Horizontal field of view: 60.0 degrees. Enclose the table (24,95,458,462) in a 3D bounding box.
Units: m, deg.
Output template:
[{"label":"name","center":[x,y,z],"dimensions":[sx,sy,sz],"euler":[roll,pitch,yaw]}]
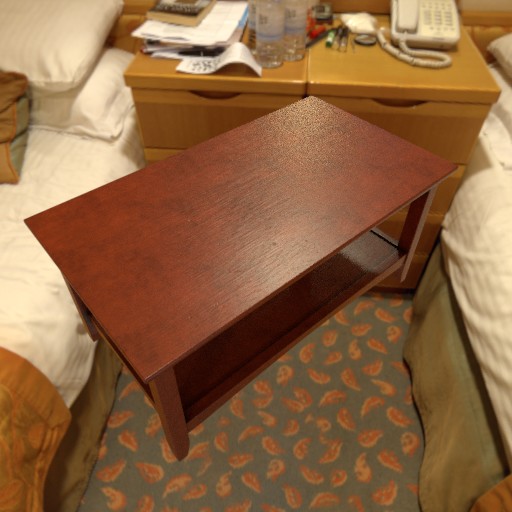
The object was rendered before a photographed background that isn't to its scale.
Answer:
[{"label":"table","center":[0.000,0.000,1.245],"dimensions":[0.943,0.456,0.533],"euler":[-32,53,-27]}]
